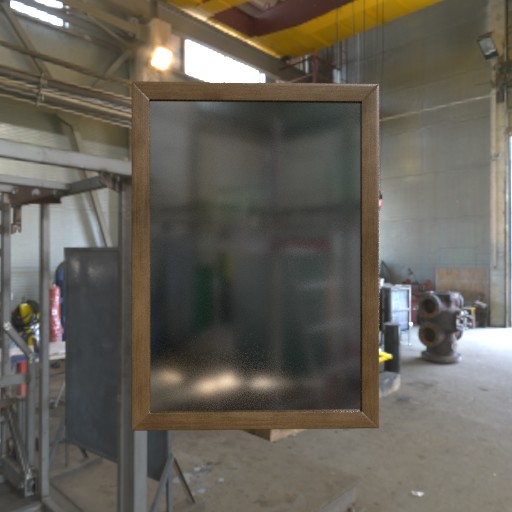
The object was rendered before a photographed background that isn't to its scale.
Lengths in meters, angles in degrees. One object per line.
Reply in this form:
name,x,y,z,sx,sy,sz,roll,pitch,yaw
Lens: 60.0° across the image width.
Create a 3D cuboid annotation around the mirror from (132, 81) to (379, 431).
mirror,0.000,0.000,0.927,0.507,0.710,0.040,0,0,-1
